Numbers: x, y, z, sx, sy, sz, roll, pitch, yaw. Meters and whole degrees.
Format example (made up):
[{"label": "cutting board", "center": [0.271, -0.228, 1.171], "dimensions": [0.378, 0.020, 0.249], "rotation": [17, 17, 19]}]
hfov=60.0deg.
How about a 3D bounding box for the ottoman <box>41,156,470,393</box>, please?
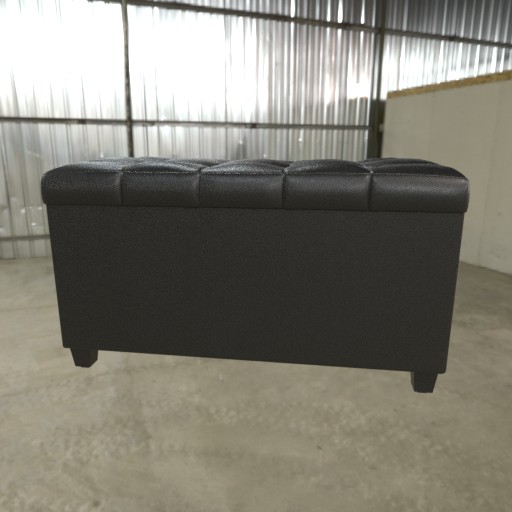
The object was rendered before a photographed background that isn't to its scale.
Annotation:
[{"label": "ottoman", "center": [0.000, 0.000, 1.085], "dimensions": [0.838, 0.470, 0.432], "rotation": [2, 15, 8]}]
